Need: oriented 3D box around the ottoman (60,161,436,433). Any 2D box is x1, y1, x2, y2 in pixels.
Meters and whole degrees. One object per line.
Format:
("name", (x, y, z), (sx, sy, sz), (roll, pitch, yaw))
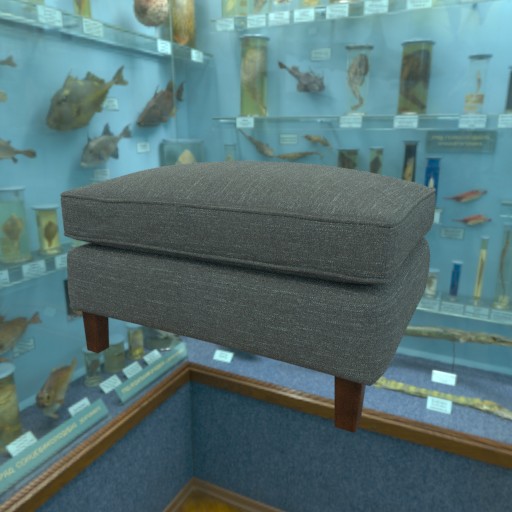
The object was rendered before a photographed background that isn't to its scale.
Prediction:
("ottoman", (0.000, 0.000, 0.978), (0.686, 0.406, 0.508), (8, 17, 27))
